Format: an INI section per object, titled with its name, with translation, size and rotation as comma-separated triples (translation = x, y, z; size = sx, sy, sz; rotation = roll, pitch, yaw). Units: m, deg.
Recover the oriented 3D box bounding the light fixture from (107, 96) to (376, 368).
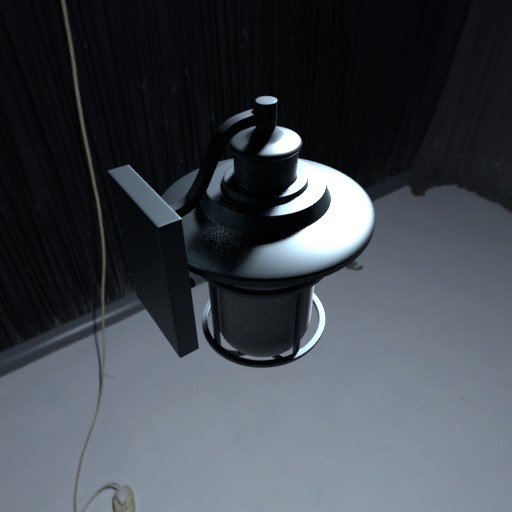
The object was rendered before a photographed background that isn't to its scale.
[light fixture]
translation = 0.000, 0.000, 0.494
size = 0.252, 0.345, 0.222
rotation = -24, 45, -26
